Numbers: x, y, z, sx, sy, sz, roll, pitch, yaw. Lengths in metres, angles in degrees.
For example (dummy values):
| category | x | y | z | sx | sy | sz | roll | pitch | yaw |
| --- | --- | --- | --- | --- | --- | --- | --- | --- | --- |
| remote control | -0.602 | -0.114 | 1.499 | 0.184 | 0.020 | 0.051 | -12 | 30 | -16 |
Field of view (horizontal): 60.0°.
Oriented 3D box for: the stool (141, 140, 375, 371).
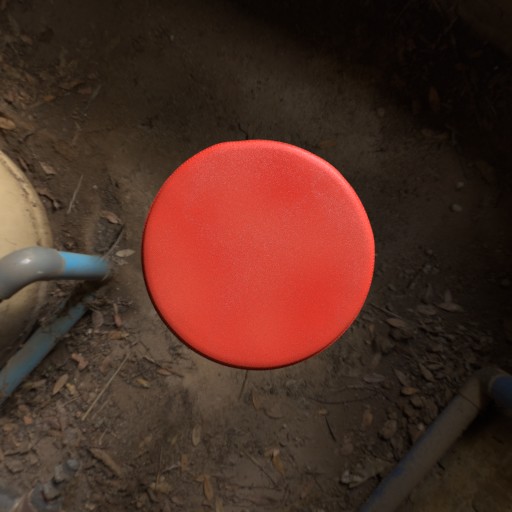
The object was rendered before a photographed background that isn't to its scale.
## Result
| category | x | y | z | sx | sy | sz | roll | pitch | yaw |
| --- | --- | --- | --- | --- | --- | --- | --- | --- | --- |
| stool | 0.000 | 0.000 | 0.690 | 0.381 | 0.365 | 0.382 | 0 | 92 | 0 |
